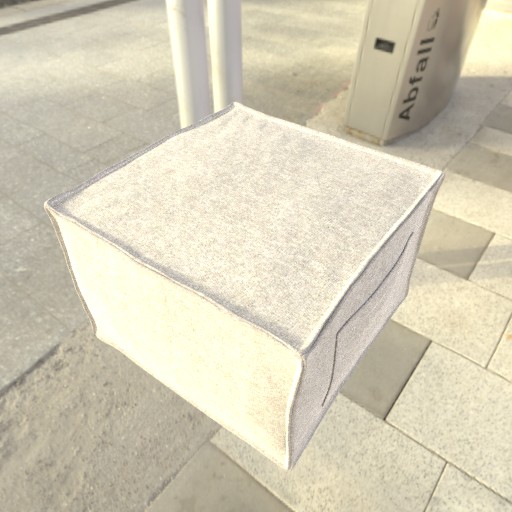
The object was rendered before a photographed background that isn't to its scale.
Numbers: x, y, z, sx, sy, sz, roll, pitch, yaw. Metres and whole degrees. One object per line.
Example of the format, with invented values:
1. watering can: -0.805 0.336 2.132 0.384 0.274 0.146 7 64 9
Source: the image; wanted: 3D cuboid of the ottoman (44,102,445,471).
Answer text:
1. ottoman: 0.000 0.000 1.161 0.696 0.470 0.707 26 49 26
